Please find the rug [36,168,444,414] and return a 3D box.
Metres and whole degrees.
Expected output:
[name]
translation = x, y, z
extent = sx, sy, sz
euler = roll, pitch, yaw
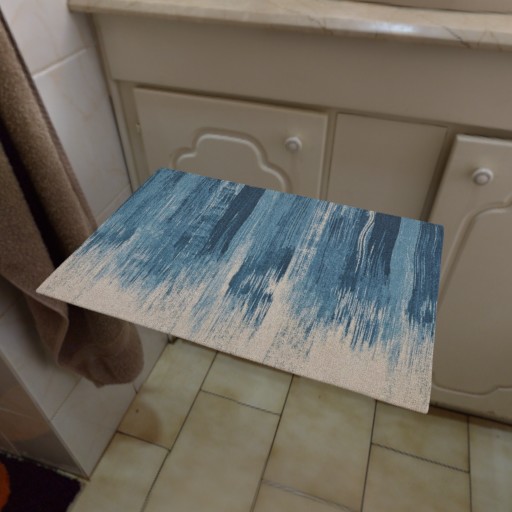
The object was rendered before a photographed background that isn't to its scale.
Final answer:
[rug]
translation = 0.000, 0.000, 2.329
extent = 1.836, 0.009, 1.232
euler = 14, 44, 15
